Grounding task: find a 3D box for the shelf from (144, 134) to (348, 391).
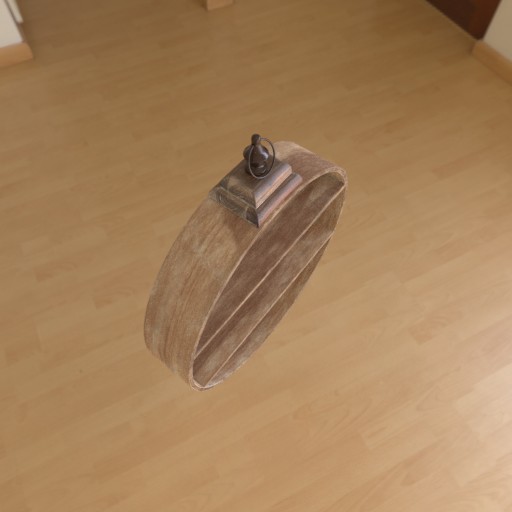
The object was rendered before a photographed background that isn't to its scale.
[{"bbox_3d":[0.000,0.000,1.008,0.125,0.725,0.601,33,64,19],"label":"shelf"}]
